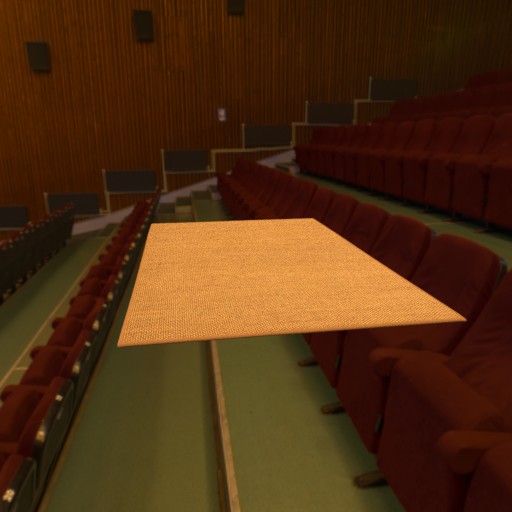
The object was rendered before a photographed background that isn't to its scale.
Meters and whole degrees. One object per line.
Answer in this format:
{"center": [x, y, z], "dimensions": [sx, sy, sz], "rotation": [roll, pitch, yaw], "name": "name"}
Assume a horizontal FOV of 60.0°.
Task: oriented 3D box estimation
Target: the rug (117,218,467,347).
{"center": [0.000, 0.000, 2.090], "dimensions": [1.061, 0.012, 1.668], "rotation": [-3, 16, -9], "name": "rug"}
